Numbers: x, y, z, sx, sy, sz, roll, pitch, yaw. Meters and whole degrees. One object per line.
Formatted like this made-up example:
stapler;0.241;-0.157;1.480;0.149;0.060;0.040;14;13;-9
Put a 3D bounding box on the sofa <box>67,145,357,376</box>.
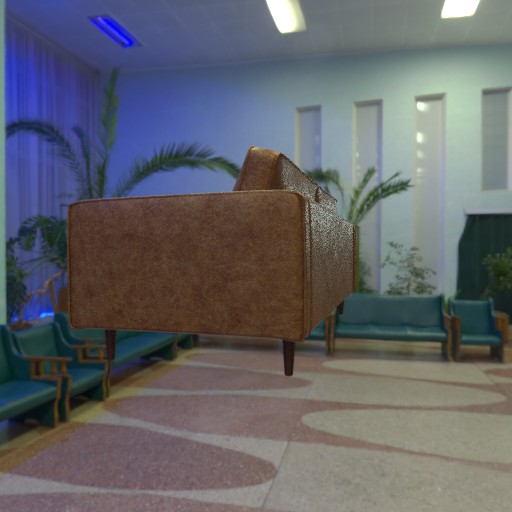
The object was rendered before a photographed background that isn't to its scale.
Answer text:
sofa;0.000;0.000;2.425;0.924;0.825;1.920;0;1;17
